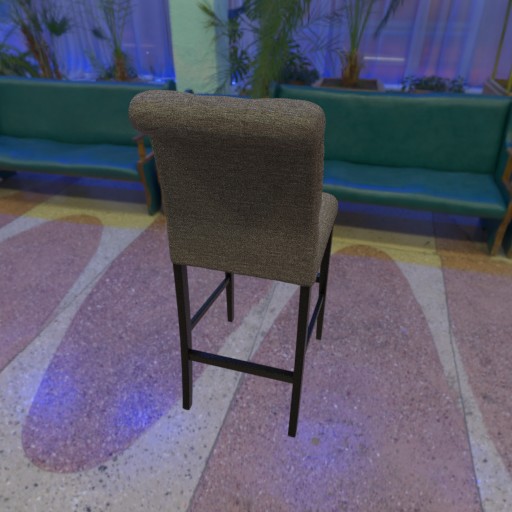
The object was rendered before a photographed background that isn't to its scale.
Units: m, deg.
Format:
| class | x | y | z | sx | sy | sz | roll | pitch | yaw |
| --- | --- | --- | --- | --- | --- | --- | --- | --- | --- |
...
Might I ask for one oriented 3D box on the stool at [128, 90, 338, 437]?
| class | x | y | z | sx | sy | sz | roll | pitch | yaw |
| --- | --- | --- | --- | --- | --- | --- | --- | --- | --- |
| stool | 0.000 | 0.000 | 1.470 | 0.452 | 1.131 | 0.613 | 9 | 34 | 14 |
